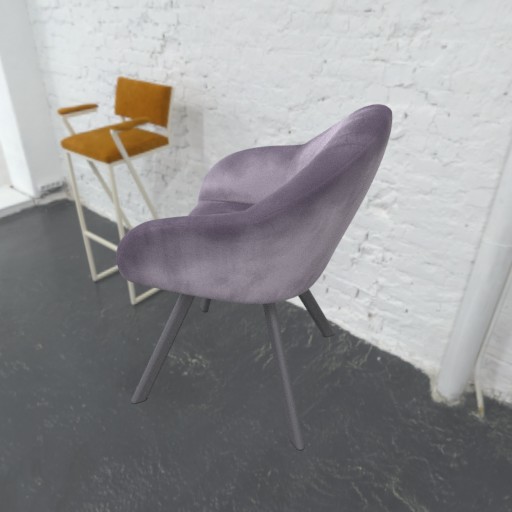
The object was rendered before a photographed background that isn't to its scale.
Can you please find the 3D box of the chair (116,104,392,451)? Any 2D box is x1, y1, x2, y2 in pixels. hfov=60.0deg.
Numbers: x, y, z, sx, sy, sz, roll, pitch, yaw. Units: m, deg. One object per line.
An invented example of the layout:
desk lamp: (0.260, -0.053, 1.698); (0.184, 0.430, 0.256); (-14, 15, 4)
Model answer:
chair: (0.000, 0.000, 1.176); (0.590, 0.795, 0.550); (9, 31, 16)
